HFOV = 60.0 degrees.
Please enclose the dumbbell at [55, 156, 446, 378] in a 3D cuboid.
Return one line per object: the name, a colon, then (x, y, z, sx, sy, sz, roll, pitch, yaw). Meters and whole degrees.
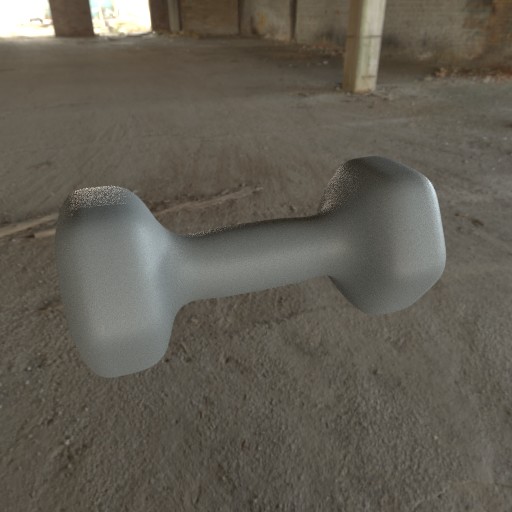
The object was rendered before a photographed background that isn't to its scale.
dumbbell: (0.000, 0.000, 0.226, 0.184, 0.081, 0.090, -9, 31, -16)
